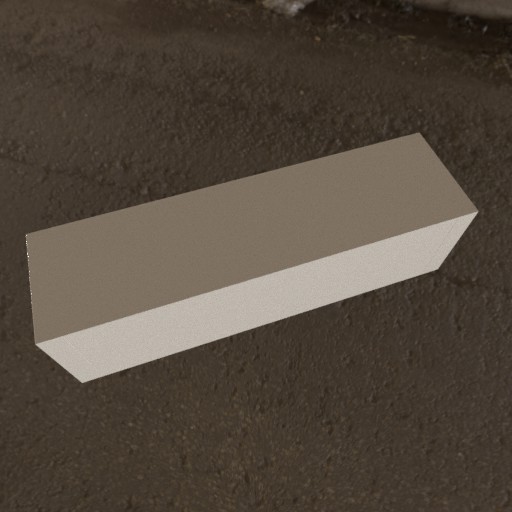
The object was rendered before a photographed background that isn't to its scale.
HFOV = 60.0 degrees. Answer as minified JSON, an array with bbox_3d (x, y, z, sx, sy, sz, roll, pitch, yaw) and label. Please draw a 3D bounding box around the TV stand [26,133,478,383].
[{"bbox_3d":[0.000,0.000,1.708,1.500,0.440,0.410,-16,60,-10],"label":"TV stand"}]
